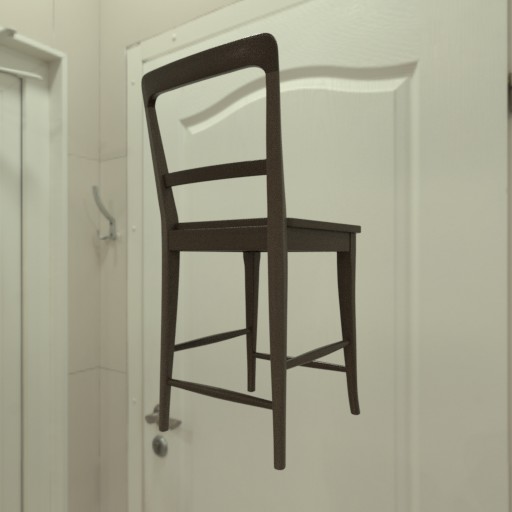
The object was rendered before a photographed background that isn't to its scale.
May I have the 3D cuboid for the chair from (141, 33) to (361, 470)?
[{"bbox_3d":[0.000,0.000,1.293,0.450,0.991,0.546,0,0,35],"label":"chair"}]
